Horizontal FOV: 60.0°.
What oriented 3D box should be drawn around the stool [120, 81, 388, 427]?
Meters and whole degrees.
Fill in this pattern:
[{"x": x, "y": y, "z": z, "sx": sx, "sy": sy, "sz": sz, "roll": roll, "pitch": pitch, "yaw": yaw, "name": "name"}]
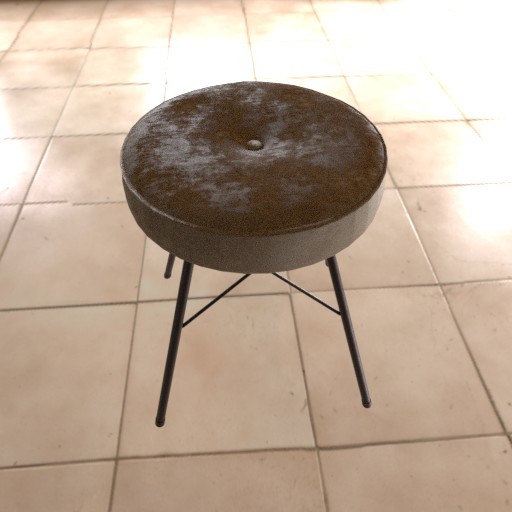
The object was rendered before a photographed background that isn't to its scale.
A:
[{"x": 0.000, "y": 0.000, "z": 0.868, "sx": 0.457, "sy": 0.538, "sz": 0.423, "roll": -4, "pitch": 48, "yaw": -4, "name": "stool"}]
